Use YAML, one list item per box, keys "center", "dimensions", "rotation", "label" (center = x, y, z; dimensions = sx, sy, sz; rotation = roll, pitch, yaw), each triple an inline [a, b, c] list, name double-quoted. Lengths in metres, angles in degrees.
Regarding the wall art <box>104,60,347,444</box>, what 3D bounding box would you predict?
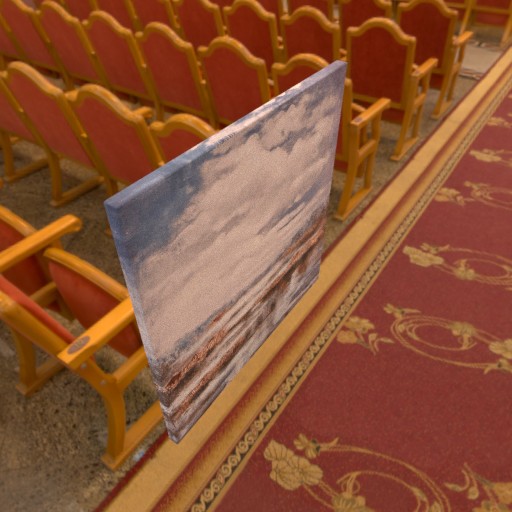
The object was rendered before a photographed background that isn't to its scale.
- center: [0.000, 0.000, 1.524]
  dimensions: [0.040, 1.020, 1.010]
  rotation: [25, 48, 25]
  label: "wall art"
